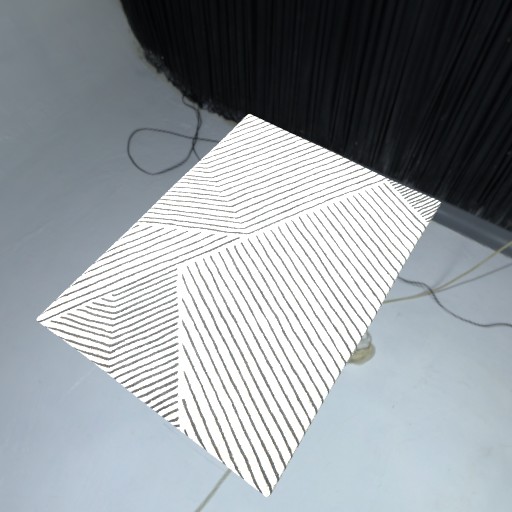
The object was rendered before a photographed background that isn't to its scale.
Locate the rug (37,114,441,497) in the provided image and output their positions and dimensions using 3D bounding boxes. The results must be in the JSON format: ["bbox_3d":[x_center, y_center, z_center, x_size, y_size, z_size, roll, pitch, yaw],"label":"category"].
[{"bbox_3d":[0.000,0.000,3.172,1.829,0.028,2.449,30,62,18],"label":"rug"}]
